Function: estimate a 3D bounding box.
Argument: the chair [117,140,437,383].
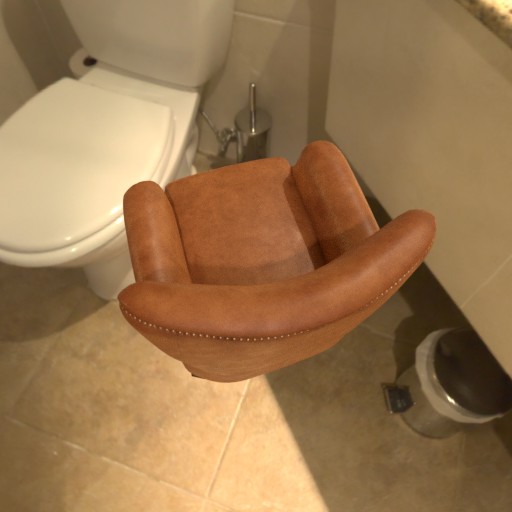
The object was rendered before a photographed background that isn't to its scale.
[{"bbox_3d":[0.000,0.000,1.622,0.861,0.936,0.921,-15,62,-8],"label":"chair"}]
